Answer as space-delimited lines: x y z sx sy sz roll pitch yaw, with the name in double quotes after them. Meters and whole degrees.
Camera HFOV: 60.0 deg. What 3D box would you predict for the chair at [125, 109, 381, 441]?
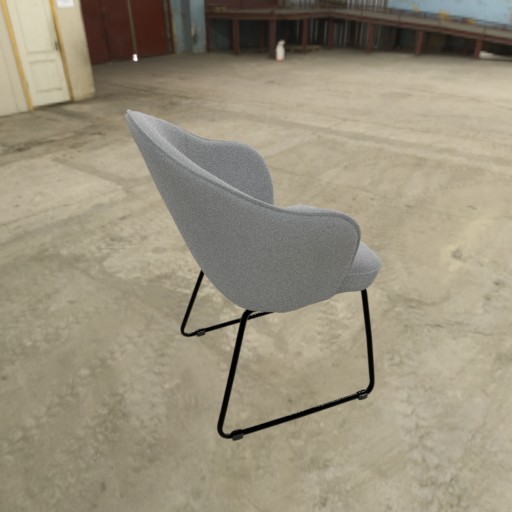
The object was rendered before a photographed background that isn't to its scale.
0.000 0.000 1.235 0.592 0.817 0.570 -12 32 -19 "chair"
